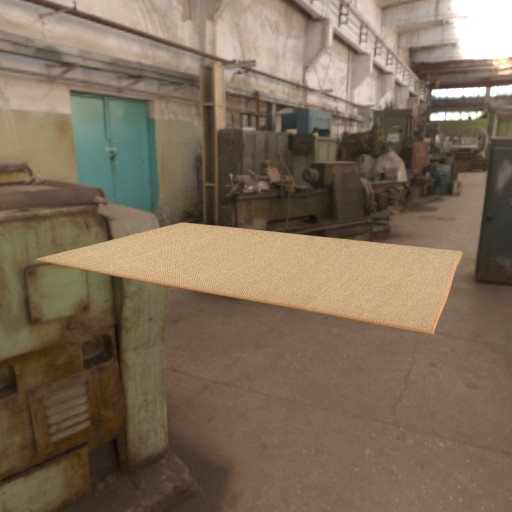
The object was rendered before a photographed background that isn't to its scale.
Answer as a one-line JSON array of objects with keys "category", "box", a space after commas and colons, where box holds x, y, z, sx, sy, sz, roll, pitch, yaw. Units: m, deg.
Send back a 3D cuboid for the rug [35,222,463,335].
[{"category": "rug", "box": [0.000, 0.000, 2.050, 1.678, 0.013, 1.078, 8, 16, 27]}]
